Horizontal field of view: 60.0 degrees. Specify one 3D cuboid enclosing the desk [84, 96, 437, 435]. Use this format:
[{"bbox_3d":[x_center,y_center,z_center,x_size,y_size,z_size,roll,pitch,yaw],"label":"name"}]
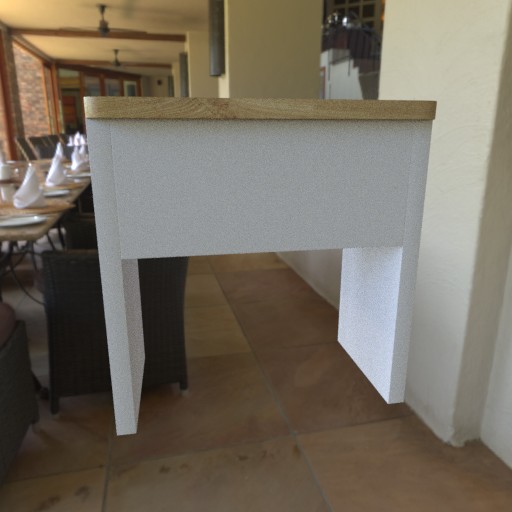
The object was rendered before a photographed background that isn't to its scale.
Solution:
[{"bbox_3d":[0.000,0.000,1.219,0.760,0.790,0.440,-3,16,-10],"label":"desk"}]
